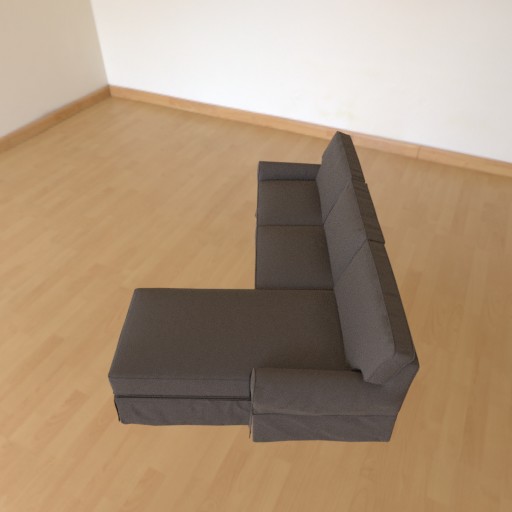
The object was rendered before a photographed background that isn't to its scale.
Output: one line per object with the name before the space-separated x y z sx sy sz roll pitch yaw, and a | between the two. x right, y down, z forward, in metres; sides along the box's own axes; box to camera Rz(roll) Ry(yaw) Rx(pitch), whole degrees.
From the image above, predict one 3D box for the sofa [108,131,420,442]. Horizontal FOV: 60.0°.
sofa | 0.000 0.000 3.361 1.733 0.978 2.475 1 41 1
